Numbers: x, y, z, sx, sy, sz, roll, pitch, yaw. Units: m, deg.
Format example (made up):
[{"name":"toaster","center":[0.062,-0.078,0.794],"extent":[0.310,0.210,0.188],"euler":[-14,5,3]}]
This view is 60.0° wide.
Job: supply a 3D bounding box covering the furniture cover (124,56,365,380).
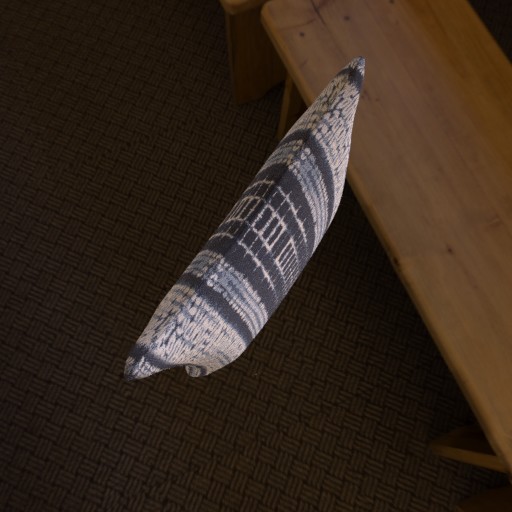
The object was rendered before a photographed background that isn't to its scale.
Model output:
[{"name":"furniture cover","center":[0.000,0.000,0.661],"extent":[0.133,0.435,0.425],"euler":[34,78,8]}]
